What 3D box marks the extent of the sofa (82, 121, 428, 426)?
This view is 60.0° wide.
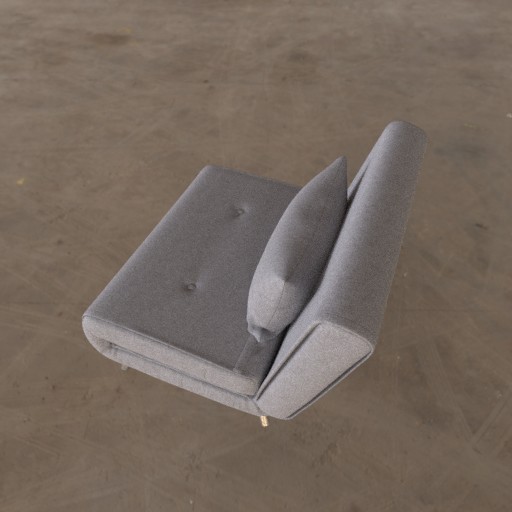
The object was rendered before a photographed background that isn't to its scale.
[{"bbox_3d":[0.000,0.000,1.741,1.000,0.825,1.020,16,49,15],"label":"sofa"}]
